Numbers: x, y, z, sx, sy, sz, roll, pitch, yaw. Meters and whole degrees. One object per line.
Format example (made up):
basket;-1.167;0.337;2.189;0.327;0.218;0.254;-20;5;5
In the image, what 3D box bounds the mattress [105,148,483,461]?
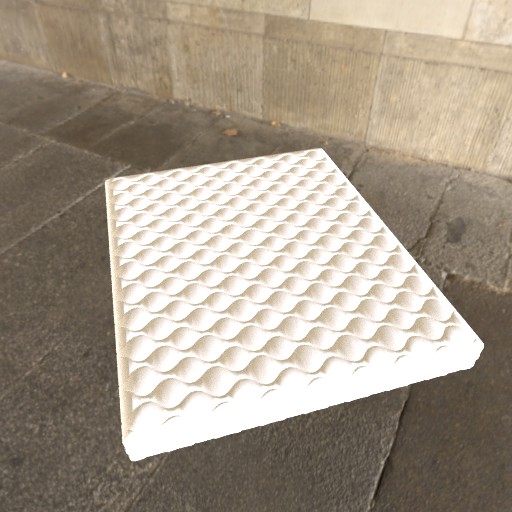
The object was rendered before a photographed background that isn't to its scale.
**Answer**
mattress;0.000;0.000;2.549;1.600;0.200;1.900;-11;43;-12
